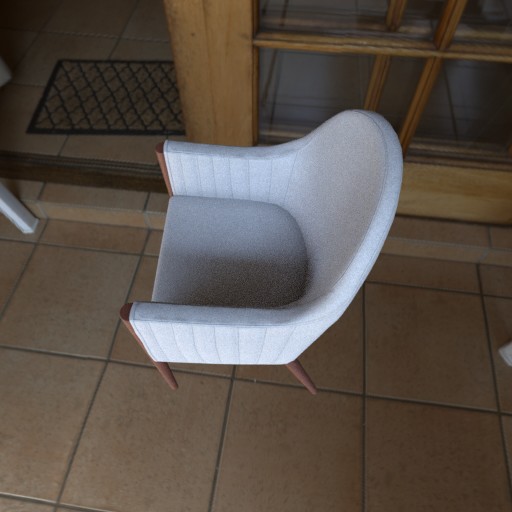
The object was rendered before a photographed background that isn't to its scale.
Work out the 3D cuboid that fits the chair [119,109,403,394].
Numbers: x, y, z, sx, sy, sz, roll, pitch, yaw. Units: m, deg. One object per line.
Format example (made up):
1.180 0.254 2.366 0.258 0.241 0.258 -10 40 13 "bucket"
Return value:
0.000 0.000 1.310 0.620 0.889 0.610 2 58 1 "chair"
